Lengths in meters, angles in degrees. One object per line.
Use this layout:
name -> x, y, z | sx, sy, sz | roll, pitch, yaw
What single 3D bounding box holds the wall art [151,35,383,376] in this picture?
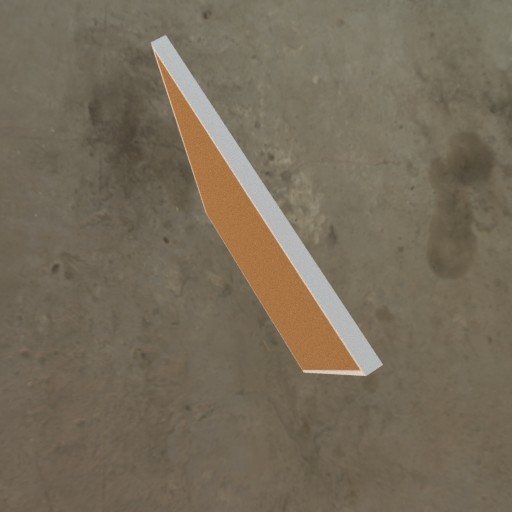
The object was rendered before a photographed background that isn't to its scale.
wall art -> 0.000, 0.000, 1.361 | 0.039, 1.050, 0.795 | -30, 78, -7
